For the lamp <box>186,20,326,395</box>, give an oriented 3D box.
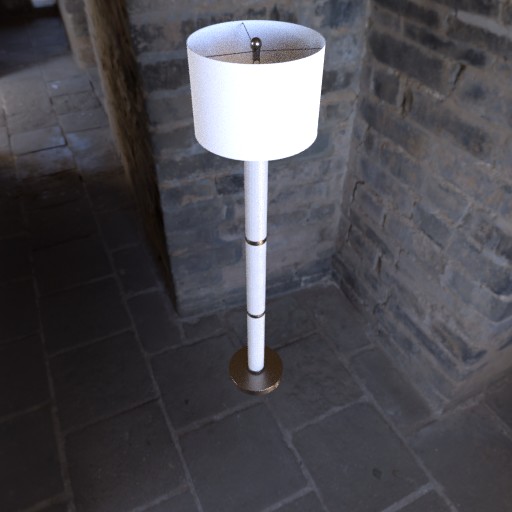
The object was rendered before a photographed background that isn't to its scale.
[{"bbox_3d":[0.000,0.000,1.735,0.377,1.599,0.377,12,44,13],"label":"lamp"}]
